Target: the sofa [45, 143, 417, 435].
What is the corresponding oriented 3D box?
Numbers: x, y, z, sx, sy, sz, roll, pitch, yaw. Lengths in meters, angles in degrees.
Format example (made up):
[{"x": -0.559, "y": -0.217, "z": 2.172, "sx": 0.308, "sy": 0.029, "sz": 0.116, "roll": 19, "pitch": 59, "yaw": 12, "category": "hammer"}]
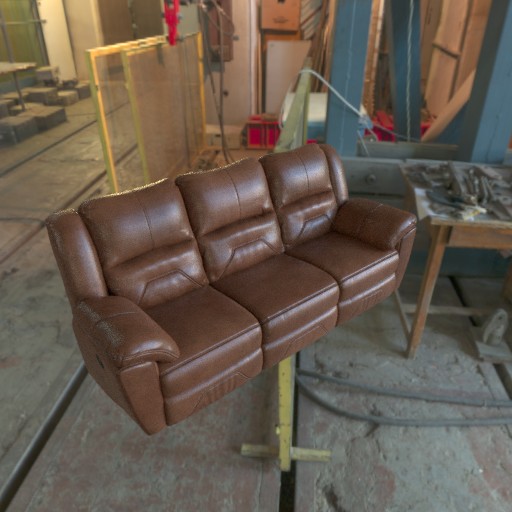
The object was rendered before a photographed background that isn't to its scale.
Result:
[{"x": 0.000, "y": 0.000, "z": 2.914, "sx": 2.337, "sy": 1.043, "sz": 0.991, "roll": -22, "pitch": 37, "yaw": -33, "category": "sofa"}]
